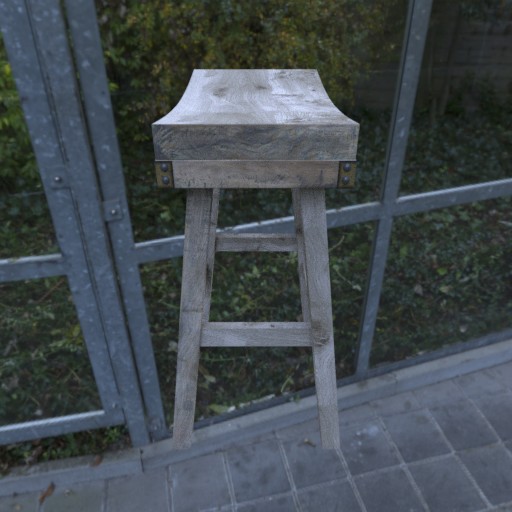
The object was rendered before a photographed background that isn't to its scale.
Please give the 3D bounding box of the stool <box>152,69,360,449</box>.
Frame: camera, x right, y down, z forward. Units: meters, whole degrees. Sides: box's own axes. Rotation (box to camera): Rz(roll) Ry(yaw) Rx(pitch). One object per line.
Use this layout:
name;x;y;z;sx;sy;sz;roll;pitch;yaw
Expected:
stool;0.000;0.000;0.890;0.330;0.635;0.450;0;31;0
